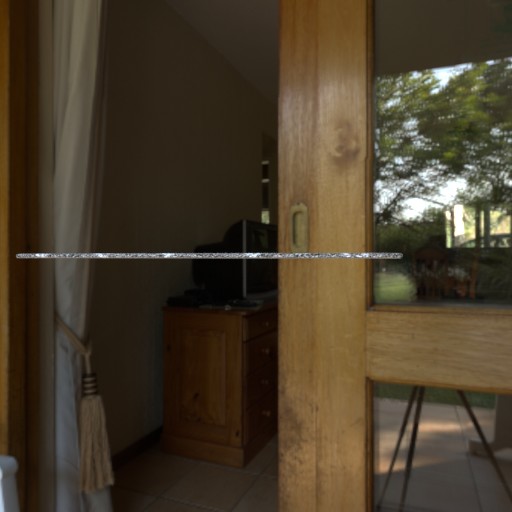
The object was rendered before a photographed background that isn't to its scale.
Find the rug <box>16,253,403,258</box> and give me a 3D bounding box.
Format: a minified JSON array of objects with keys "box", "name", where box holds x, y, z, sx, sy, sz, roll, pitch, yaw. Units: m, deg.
[{"box":[0.000,0.000,4.042,2.438,0.029,3.047,0,0,16],"name":"rug"}]
